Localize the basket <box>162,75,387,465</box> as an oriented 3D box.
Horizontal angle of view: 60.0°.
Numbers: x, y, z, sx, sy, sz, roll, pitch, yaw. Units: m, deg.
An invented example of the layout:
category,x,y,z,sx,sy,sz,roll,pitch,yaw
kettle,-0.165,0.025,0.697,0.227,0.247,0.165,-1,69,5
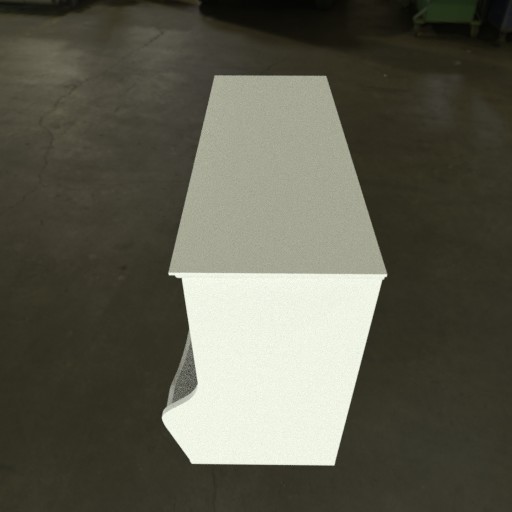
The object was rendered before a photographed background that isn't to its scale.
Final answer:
category,x,y,z,sx,sy,sz,roll,pitch,yaw
basket,0.000,0.000,1.125,0.376,0.625,0.792,0,41,1
